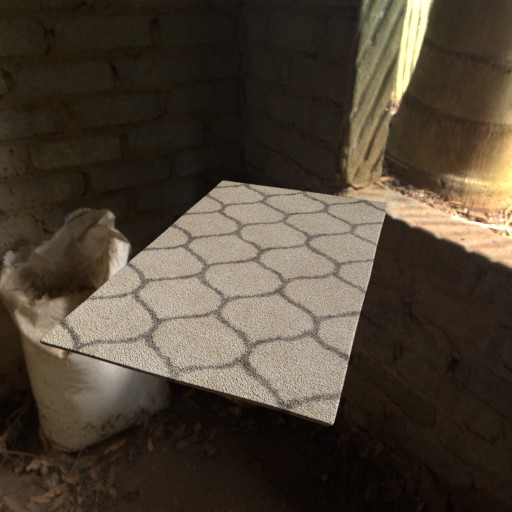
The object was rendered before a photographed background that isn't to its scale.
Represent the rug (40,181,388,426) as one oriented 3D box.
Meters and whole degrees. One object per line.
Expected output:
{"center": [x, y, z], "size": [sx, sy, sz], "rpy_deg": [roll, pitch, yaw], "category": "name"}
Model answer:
{"center": [0.000, 0.000, 2.967], "size": [1.501, 0.024, 2.348], "rpy_deg": [10, 32, 17], "category": "rug"}
